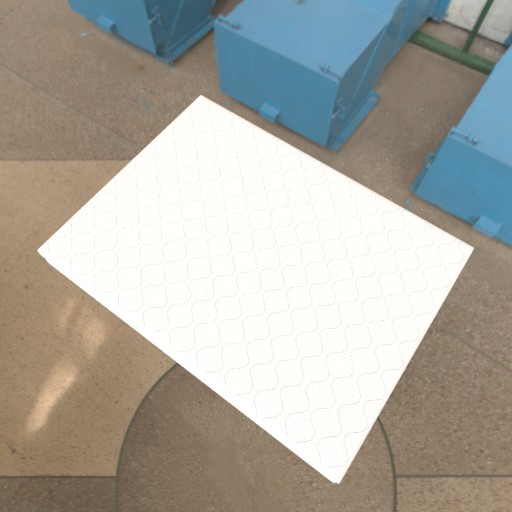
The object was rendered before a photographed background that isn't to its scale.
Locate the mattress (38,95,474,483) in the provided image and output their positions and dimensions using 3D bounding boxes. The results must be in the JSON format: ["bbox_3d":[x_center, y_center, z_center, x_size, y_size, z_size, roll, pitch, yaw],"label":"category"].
[{"bbox_3d":[0.000,0.000,2.455,1.900,0.200,1.400,33,68,15],"label":"mattress"}]
